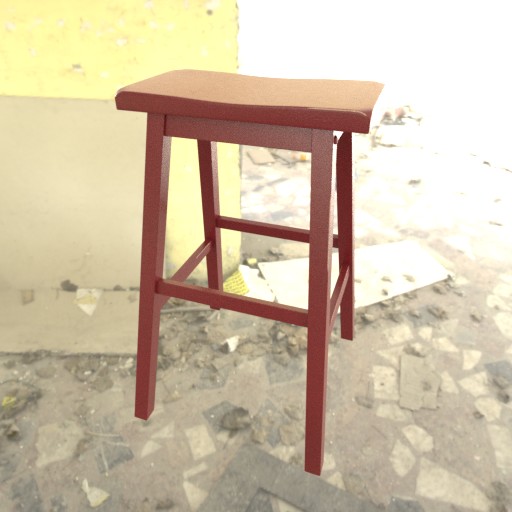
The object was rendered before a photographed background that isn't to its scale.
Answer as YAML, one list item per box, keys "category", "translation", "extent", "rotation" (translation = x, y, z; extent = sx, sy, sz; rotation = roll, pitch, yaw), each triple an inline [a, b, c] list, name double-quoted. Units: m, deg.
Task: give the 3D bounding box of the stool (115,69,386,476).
- category: "stool"
  translation: [0.000, 0.000, 1.005]
  extent: [0.457, 0.737, 0.476]
  rotation: [11, 34, 16]
